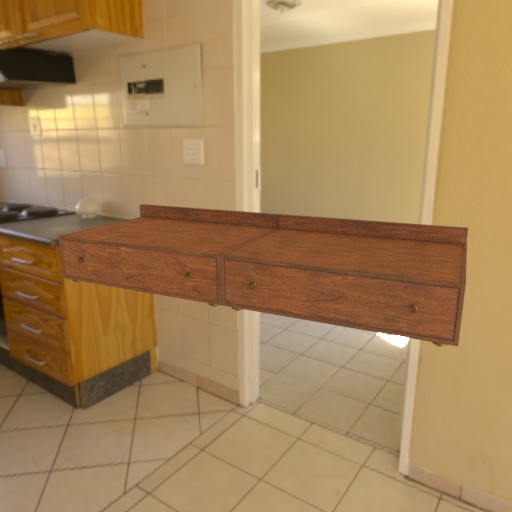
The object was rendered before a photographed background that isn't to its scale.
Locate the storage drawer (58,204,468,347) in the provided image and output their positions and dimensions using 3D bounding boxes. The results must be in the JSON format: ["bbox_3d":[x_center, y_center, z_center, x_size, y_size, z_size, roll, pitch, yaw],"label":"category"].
[{"bbox_3d":[0.000,0.000,2.241,1.914,0.339,0.774,7,16,24],"label":"storage drawer"}]
